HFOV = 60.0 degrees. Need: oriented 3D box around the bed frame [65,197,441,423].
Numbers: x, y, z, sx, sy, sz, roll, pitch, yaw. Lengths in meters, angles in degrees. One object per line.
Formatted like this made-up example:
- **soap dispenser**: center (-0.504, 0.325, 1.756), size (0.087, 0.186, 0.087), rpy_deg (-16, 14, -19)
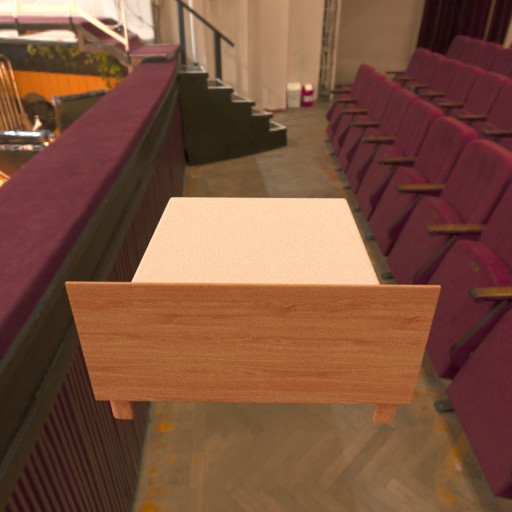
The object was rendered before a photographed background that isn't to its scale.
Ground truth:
- **bed frame**: center (0.000, 0.000, 3.091), size (1.660, 0.940, 2.092), rpy_deg (1, 31, 1)
